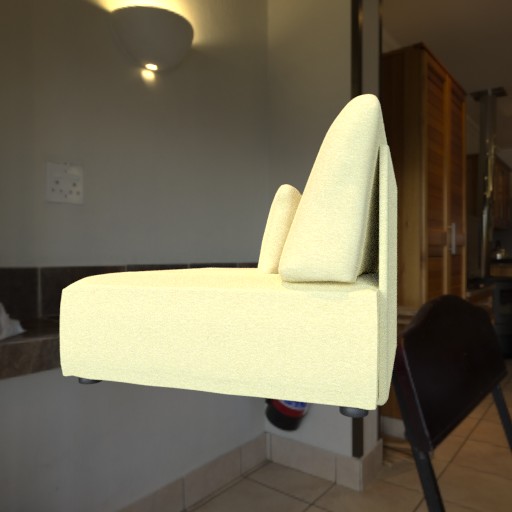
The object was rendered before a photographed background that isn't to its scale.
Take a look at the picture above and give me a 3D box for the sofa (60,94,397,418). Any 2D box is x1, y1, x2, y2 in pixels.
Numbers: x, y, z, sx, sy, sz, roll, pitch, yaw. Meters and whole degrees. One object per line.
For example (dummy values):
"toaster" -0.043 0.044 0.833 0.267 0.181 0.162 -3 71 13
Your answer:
"sofa" 0.000 0.000 1.679 1.000 0.820 0.930 0 0 19
